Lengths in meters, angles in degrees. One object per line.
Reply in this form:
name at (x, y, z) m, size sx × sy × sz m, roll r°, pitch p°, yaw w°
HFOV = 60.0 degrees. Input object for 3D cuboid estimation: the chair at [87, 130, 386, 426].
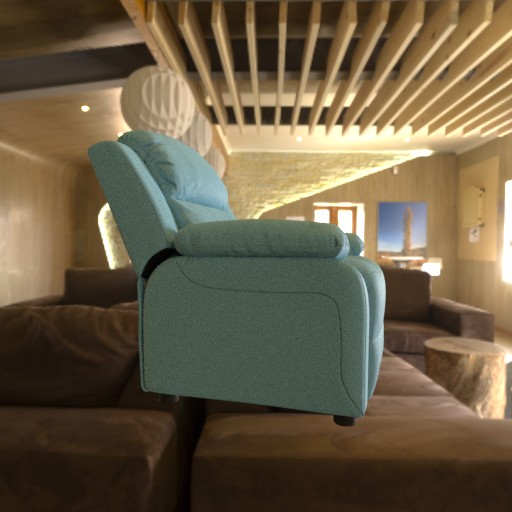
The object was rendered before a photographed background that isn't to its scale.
chair at (0.000, 0.000, 1.267) m, size 0.709 × 0.702 × 0.680 m, roll 0°, pitch 1°, yaw 17°
